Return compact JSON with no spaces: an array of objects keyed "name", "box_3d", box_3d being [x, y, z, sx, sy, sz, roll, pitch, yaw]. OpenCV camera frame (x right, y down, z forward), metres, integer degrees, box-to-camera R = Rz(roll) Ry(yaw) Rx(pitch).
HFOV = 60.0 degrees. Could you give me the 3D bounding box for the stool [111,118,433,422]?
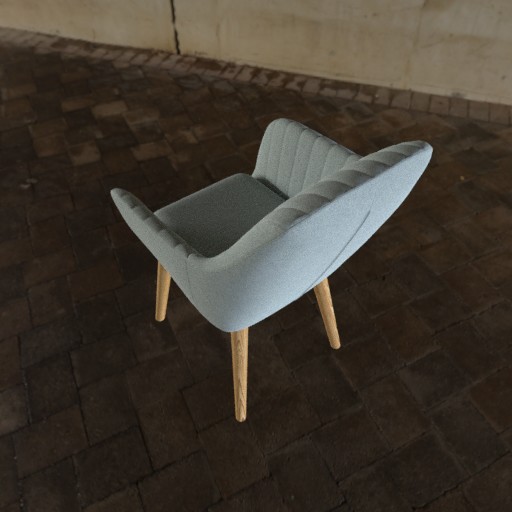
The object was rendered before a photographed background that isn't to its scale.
[{"name":"stool","box_3d":[0.000,0.000,1.127,0.503,0.830,0.590,-30,54,-25]}]
